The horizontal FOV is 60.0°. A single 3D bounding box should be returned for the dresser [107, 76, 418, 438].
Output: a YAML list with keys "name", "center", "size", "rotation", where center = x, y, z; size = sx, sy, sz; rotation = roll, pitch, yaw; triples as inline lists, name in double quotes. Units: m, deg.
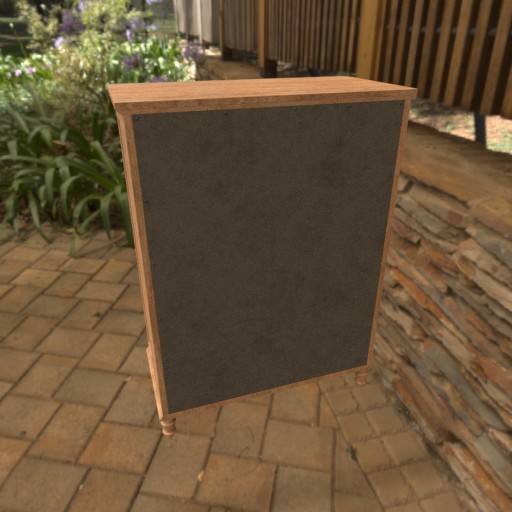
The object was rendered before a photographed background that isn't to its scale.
- name: "dresser"
  center: [0.000, 0.000, 1.834]
  size: [0.973, 1.318, 0.484]
  rotation: [-9, 28, -17]
